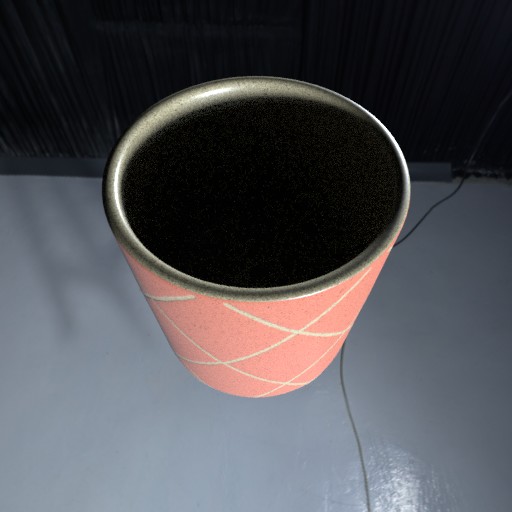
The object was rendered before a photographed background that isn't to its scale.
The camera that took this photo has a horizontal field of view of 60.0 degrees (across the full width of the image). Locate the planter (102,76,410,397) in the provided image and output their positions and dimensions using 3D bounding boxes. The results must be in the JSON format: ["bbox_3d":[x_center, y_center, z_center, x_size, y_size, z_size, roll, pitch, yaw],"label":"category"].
[{"bbox_3d":[0.000,0.000,0.359,0.191,0.200,0.191,0,56,0],"label":"planter"}]
